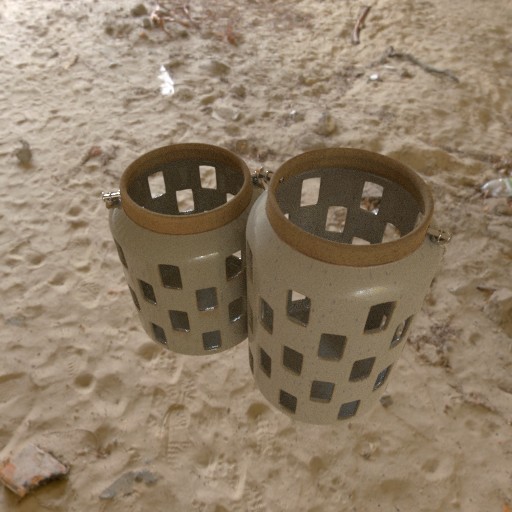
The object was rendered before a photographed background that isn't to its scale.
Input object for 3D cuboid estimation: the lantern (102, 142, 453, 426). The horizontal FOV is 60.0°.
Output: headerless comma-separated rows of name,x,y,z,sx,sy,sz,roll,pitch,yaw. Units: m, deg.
lantern,0.000,0.000,0.476,0.347,0.255,0.184,23,50,21
